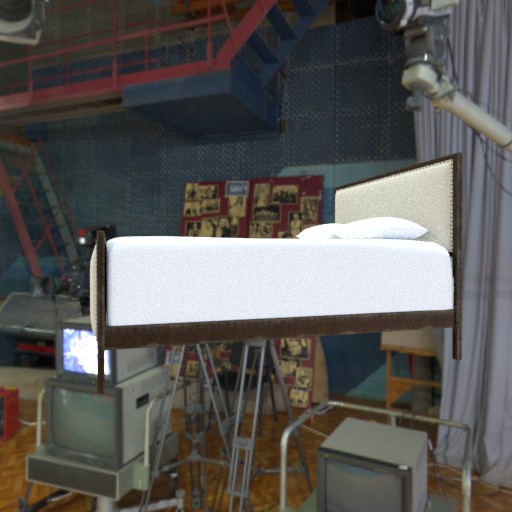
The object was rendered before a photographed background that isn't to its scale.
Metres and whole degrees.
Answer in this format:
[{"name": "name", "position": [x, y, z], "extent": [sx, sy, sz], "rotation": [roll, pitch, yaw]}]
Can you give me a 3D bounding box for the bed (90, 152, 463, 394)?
[{"name": "bed", "position": [0.000, 0.000, 3.218], "extent": [2.221, 1.313, 1.607], "rotation": [0, 0, -18]}]
